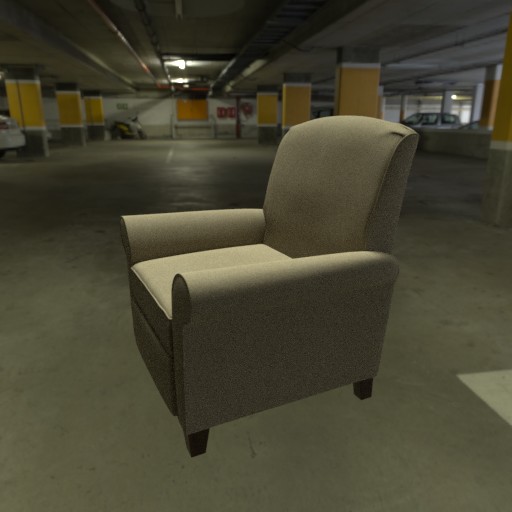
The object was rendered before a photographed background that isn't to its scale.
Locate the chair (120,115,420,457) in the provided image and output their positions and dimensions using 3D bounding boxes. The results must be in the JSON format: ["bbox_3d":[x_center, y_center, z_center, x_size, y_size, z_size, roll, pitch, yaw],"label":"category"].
[{"bbox_3d":[0.000,0.000,1.754,0.905,1.061,0.978,-8,19,-25],"label":"chair"}]
